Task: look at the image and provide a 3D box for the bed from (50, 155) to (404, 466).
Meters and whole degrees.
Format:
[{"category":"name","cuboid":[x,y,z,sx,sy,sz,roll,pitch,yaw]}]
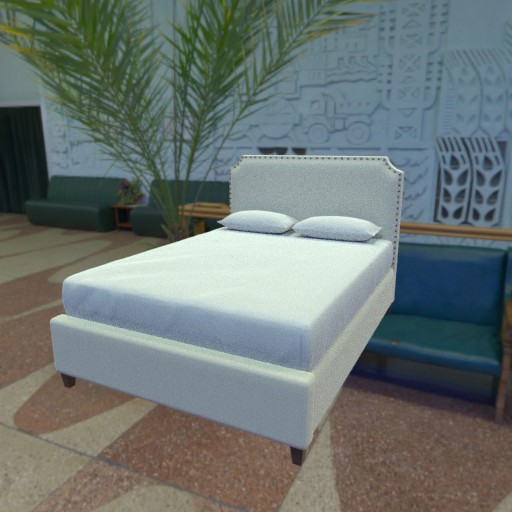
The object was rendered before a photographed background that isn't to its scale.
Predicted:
[{"category":"bed","cuboid":[0.000,0.000,3.311,1.703,1.415,2.329,7,16,26]}]
